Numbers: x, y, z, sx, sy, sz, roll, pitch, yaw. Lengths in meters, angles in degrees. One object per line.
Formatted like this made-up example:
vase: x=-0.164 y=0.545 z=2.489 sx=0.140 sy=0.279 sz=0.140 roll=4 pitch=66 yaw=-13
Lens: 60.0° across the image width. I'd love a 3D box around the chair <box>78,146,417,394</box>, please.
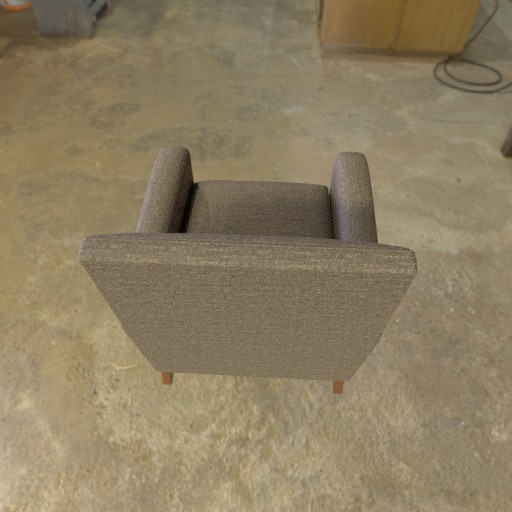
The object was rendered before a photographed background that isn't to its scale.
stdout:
chair: x=0.000 y=0.000 z=1.595 sx=0.838 sy=0.885 sz=0.875 roll=2 pitch=46 yaw=2
